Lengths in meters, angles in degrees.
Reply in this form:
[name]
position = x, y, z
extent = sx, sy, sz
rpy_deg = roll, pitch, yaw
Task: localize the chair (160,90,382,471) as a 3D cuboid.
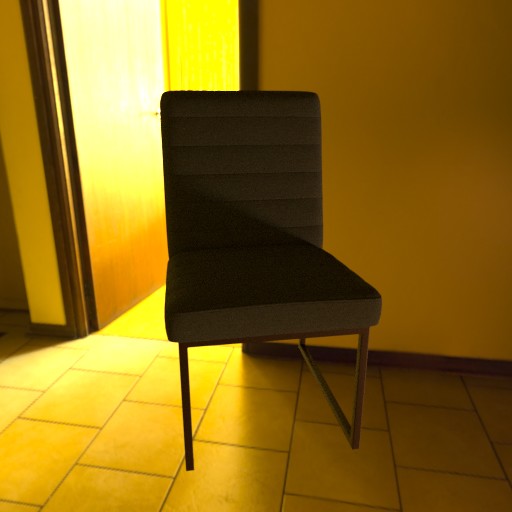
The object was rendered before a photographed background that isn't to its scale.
[chair]
position = 0.000, 0.000, 1.295
extent = 0.520, 0.930, 0.634
rpy_deg = -3, 18, -9
